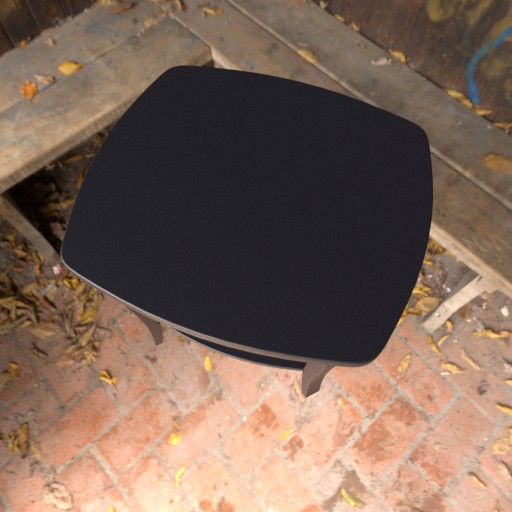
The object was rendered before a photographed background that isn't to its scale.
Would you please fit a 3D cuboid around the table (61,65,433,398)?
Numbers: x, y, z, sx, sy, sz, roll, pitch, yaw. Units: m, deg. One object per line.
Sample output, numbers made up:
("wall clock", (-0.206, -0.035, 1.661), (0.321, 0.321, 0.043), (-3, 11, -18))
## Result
("table", (0.000, 0.000, 0.855), (0.508, 0.457, 0.457), (17, 66, 8))
